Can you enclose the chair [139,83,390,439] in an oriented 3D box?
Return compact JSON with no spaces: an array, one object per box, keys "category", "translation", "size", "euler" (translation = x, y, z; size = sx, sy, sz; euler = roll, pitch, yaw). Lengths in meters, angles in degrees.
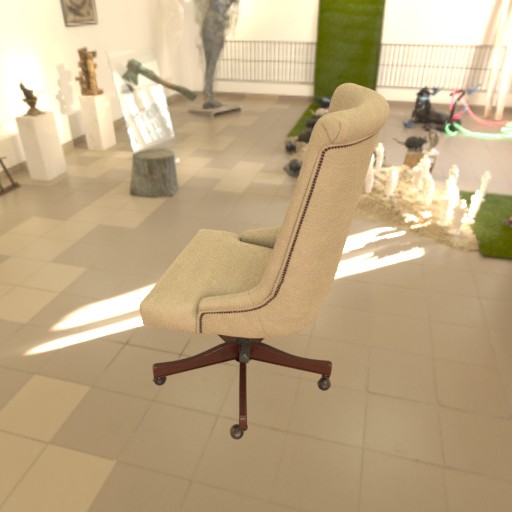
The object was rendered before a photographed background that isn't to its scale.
[{"category":"chair","translation":[0.000,0.000,1.430],"size":[0.696,1.010,0.645],"euler":[7,31,13]}]
